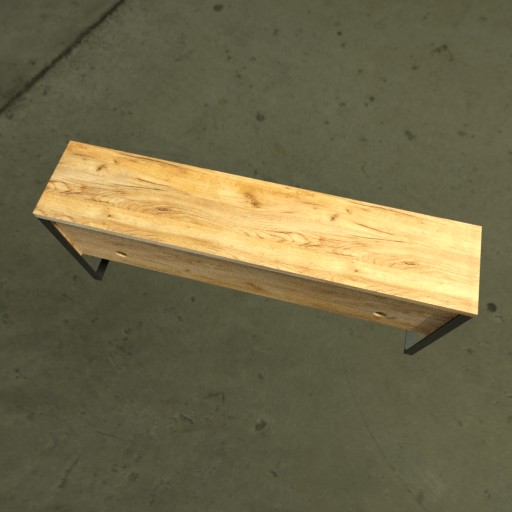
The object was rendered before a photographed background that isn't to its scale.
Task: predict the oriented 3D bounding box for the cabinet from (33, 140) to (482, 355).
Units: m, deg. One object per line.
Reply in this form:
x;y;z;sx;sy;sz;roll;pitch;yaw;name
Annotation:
0.000;0.000;2.165;1.800;0.762;0.395;13;67;6;cabinet
